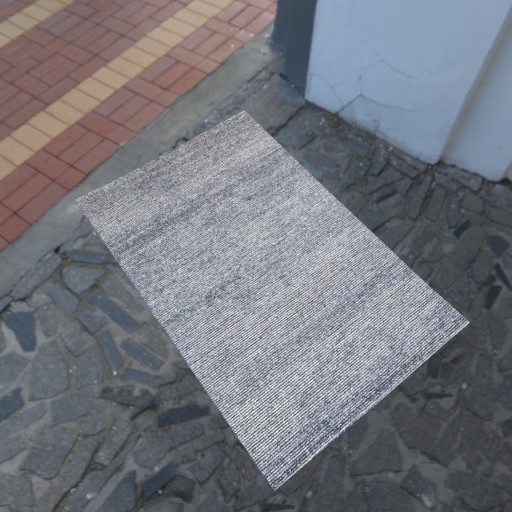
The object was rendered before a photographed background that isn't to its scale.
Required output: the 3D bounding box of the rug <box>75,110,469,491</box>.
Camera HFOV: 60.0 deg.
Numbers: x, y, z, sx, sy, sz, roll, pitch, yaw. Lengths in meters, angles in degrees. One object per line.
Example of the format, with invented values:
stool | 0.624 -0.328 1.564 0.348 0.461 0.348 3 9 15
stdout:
rug | 0.000 0.000 2.195 1.135 0.010 1.740 -33 65 -18
